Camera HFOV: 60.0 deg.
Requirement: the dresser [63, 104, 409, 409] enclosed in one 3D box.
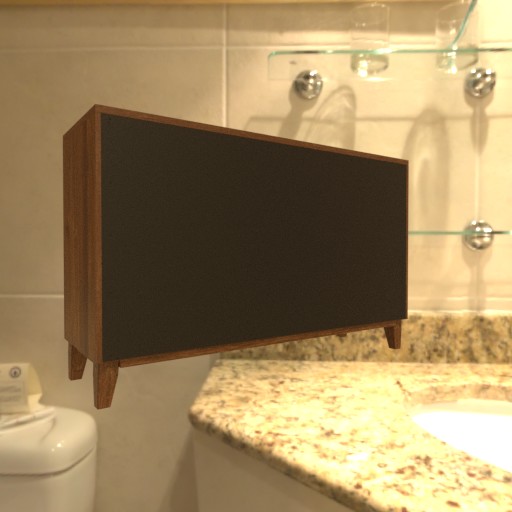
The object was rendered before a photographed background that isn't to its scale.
[{"bbox_3d":[0.000,0.000,1.826,1.400,0.873,0.446,-1,1,-35],"label":"dresser"}]
